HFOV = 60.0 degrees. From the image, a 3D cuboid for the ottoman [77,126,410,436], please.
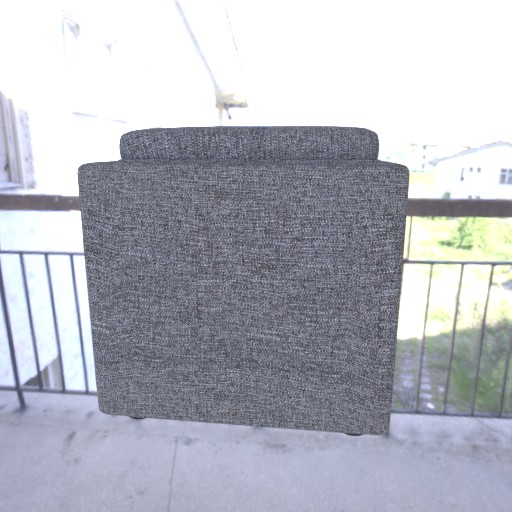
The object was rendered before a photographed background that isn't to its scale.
[{"bbox_3d":[0.000,0.000,0.830,0.450,0.460,0.450,2,14,7],"label":"ottoman"}]
